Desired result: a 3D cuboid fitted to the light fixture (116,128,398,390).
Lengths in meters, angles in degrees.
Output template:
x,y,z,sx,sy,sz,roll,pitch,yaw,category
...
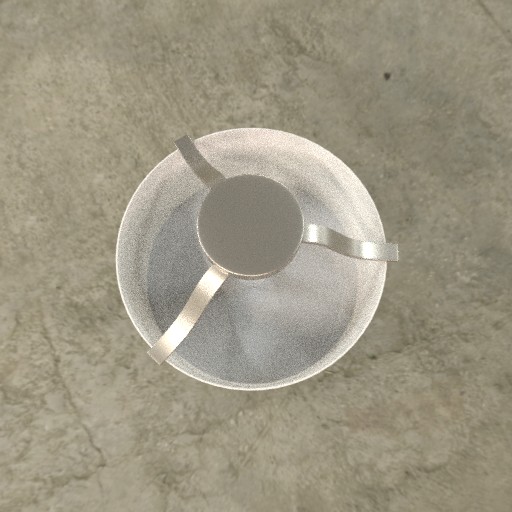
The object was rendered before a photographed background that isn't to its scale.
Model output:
x,y,z,sx,sy,sz,roll,pitch,yaw,category
0.000,0.000,0.661,0.395,0.304,0.395,0,76,0,light fixture
